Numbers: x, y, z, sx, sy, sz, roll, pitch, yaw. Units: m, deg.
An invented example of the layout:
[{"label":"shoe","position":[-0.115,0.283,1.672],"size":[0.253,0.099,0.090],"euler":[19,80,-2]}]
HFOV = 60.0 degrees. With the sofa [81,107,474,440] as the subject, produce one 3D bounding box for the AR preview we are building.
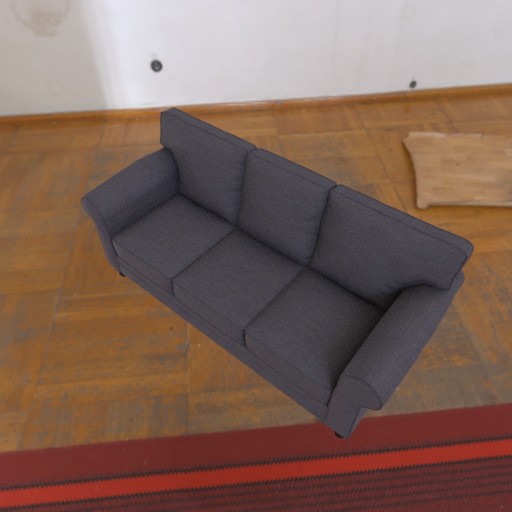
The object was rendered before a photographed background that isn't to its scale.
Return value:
[{"label":"sofa","position":[0.000,0.000,2.604],"size":[2.084,0.966,0.909],"euler":[31,54,26]}]
